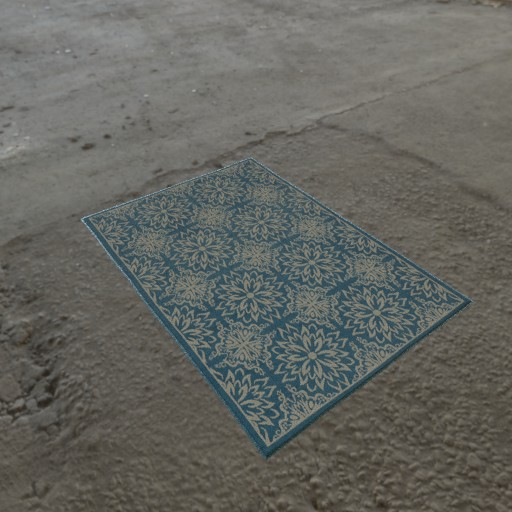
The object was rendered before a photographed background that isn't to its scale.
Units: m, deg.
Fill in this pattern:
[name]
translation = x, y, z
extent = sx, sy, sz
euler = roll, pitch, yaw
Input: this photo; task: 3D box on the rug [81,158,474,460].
[rug]
translation = 0.000, 0.000, 2.924
extent = 1.554, 0.012, 2.205
euler = -26, 47, -27
